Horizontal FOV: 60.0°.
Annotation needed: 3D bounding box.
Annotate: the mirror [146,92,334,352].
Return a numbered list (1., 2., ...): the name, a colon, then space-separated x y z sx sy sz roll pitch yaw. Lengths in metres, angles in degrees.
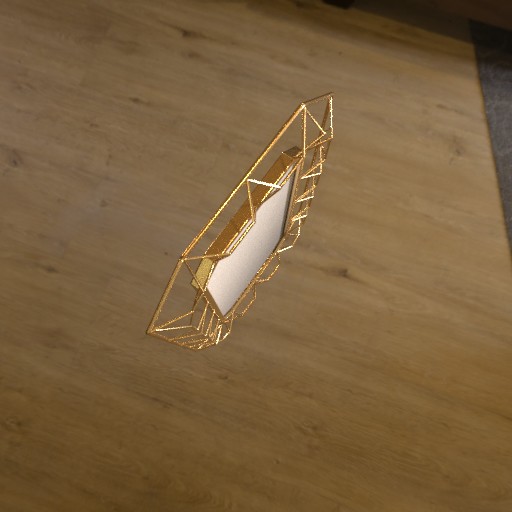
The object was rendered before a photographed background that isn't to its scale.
1. mirror: 0.000 0.000 1.107 0.051 0.870 0.572 35 78 9
